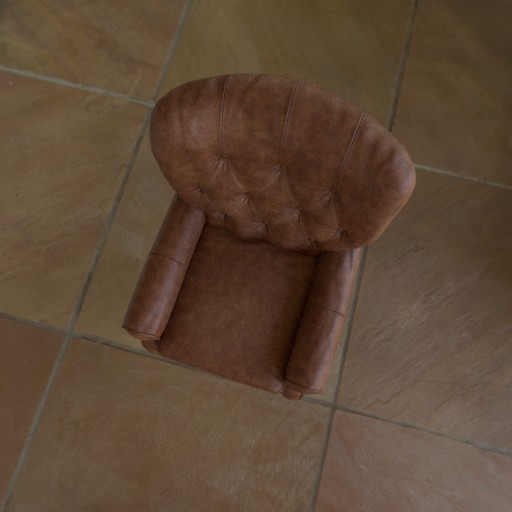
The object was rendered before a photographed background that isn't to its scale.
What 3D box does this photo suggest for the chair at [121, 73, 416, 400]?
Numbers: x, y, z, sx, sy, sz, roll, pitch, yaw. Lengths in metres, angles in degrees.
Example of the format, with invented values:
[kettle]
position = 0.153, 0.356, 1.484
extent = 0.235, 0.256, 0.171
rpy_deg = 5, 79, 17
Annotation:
[chair]
position = 0.000, 0.000, 1.919
extent = 0.951, 1.164, 1.059
rpy_deg = 17, 75, 5
